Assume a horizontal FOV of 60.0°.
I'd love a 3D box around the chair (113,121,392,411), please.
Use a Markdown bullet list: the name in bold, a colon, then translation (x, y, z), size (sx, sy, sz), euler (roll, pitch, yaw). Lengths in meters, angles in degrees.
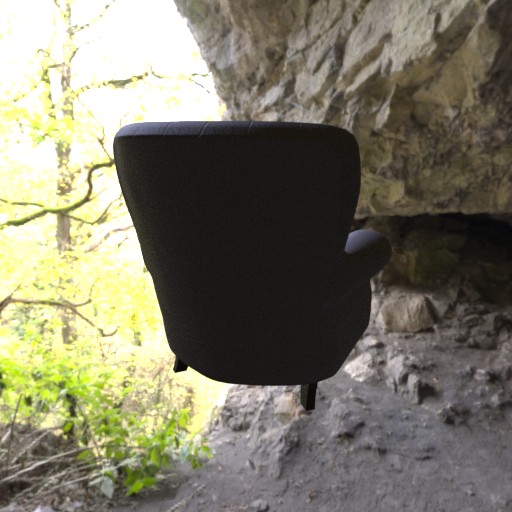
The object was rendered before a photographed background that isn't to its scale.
- **chair**: translation (0.000, 0.000, 1.818), size (0.983, 1.046, 0.983), euler (8, 18, 25)
